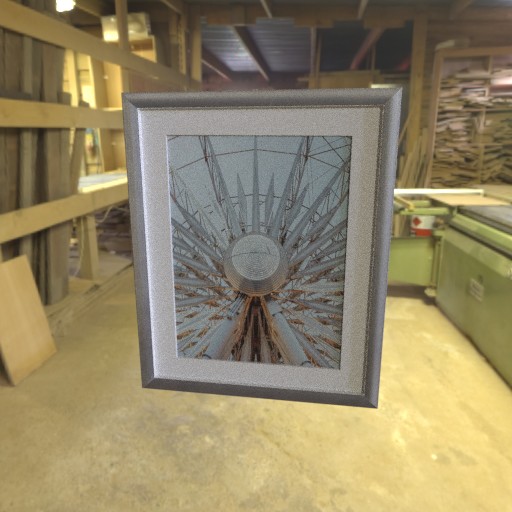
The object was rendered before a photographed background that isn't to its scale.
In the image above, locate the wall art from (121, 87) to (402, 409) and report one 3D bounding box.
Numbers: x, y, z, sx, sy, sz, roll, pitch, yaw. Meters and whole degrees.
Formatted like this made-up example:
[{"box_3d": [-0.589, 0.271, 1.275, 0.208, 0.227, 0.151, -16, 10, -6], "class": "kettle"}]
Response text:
[{"box_3d": [0.000, 0.000, 0.795, 0.458, 0.558, 0.029, 2, 14, 9], "class": "wall art"}]
